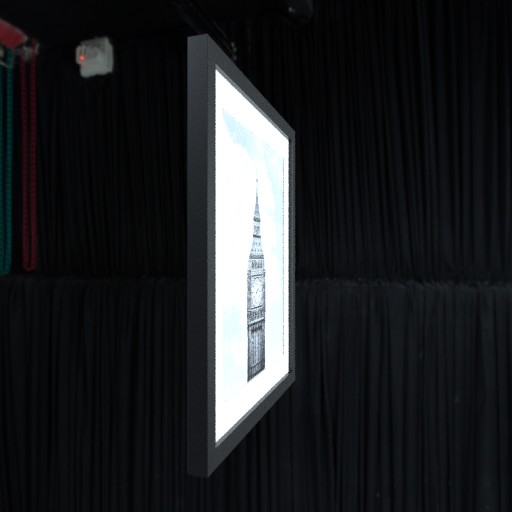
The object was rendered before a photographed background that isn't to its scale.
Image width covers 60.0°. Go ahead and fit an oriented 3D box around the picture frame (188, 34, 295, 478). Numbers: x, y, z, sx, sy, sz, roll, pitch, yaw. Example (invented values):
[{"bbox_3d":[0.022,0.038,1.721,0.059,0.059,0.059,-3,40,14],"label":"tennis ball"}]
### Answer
[{"bbox_3d":[0.000,0.000,0.777,0.028,0.556,0.460,0,0,19],"label":"picture frame"}]
